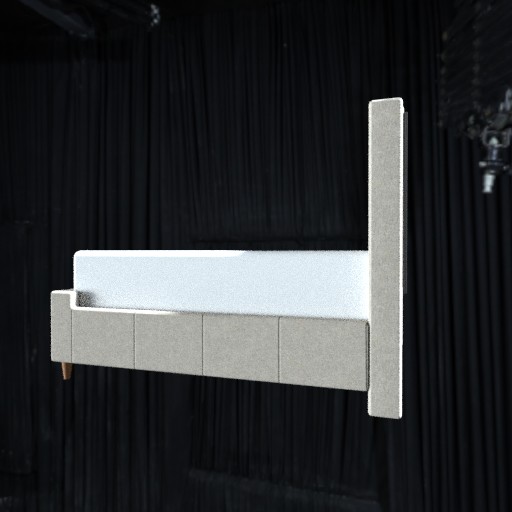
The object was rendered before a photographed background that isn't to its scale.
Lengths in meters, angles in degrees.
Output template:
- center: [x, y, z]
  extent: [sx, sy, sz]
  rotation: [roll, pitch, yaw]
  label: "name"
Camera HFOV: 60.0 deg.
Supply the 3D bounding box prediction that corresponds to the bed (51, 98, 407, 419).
- center: [0.000, 0.000, 3.705]
  extent: [2.370, 1.743, 2.045]
  rotation: [0, 1, 18]
  label: "bed"
